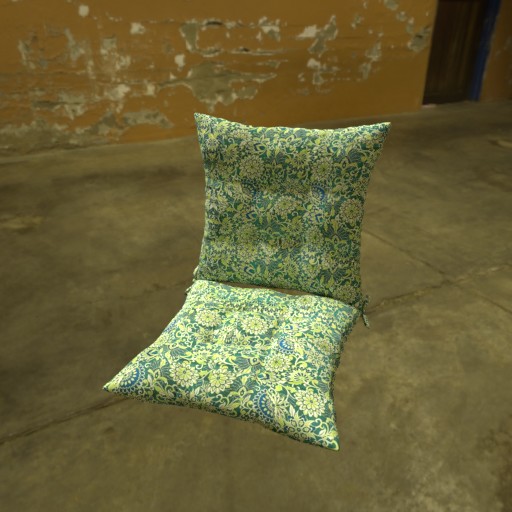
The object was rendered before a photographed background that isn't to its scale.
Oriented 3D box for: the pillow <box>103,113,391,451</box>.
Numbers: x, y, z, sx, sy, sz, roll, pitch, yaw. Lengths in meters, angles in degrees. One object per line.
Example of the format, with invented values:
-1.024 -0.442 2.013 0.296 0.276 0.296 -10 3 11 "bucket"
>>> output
0.000 0.000 1.015 0.541 0.536 0.585 8 29 16 "pillow"
